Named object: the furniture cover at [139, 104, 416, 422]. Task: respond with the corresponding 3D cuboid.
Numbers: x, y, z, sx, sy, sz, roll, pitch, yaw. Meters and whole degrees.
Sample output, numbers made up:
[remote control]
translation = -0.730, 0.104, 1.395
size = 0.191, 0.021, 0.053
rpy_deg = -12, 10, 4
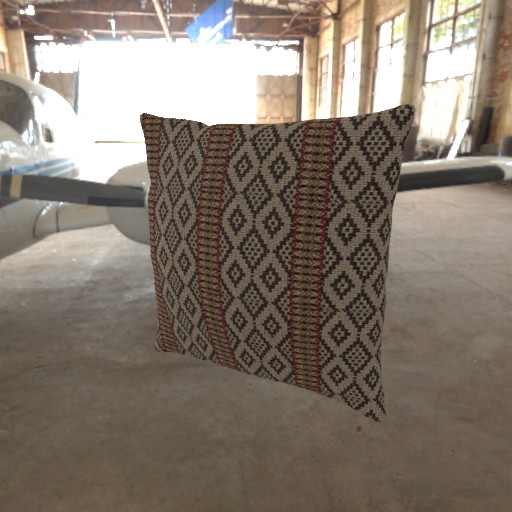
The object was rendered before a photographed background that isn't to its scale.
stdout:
[furniture cover]
translation = 0.000, 0.000, 0.797
size = 0.503, 0.506, 0.182
rpy_deg = 9, 19, 28
